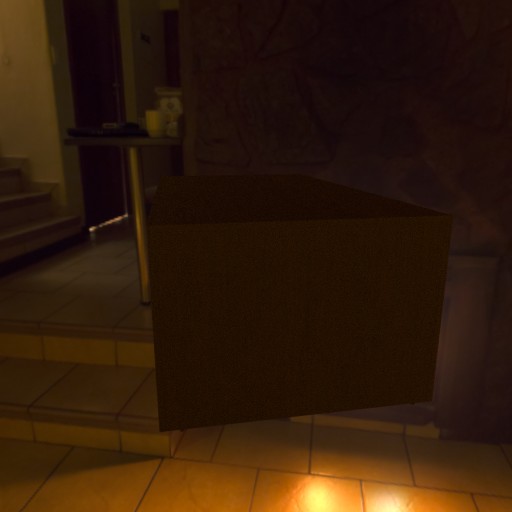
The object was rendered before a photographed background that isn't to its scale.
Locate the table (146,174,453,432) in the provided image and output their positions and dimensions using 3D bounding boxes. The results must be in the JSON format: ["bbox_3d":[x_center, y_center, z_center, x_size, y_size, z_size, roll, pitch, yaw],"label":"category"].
[{"bbox_3d":[0.000,0.000,1.408,0.597,0.424,1.099,-3,15,-10],"label":"table"}]
